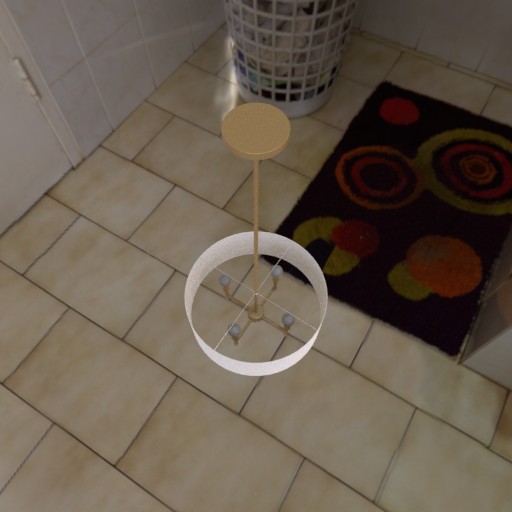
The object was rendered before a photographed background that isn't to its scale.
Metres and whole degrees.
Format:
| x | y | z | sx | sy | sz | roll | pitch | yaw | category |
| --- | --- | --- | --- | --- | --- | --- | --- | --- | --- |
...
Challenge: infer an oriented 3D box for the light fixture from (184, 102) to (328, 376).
| x | y | z | sx | sy | sz | roll | pitch | yaw | category |
| --- | --- | --- | --- | --- | --- | --- | --- | --- | --- |
| 0.000 | 0.000 | 1.337 | 0.508 | 1.067 | 0.508 | 0 | 62 | 0 | light fixture |
